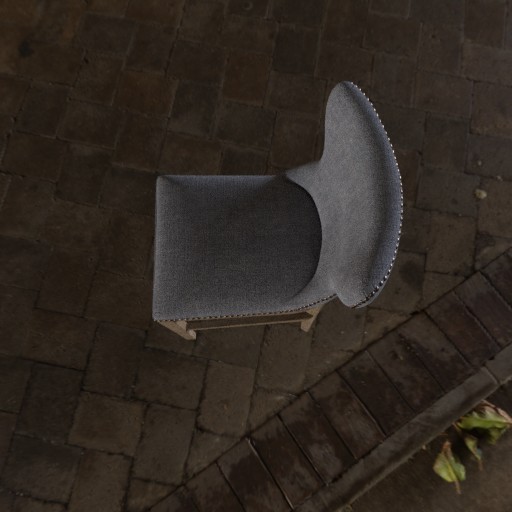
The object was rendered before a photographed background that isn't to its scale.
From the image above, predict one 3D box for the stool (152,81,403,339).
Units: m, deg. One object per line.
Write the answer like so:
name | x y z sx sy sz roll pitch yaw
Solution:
stool | 0.000 0.000 1.421 0.606 1.123 0.494 -2 75 0
